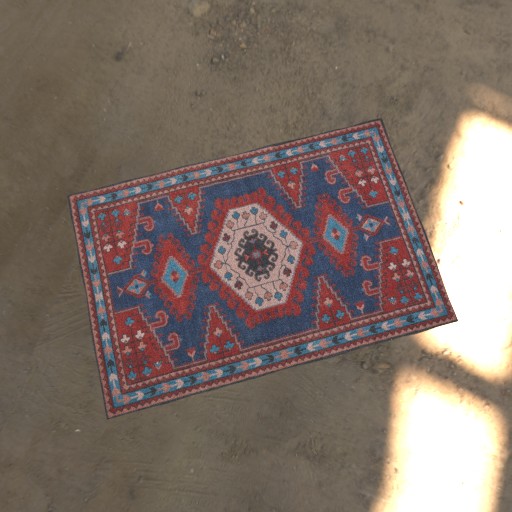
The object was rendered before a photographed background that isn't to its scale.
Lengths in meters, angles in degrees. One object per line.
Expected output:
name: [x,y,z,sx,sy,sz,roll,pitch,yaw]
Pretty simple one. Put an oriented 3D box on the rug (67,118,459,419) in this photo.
rug: [0.000,0.000,2.339,1.820,0.012,1.207,-15,76,-4]
